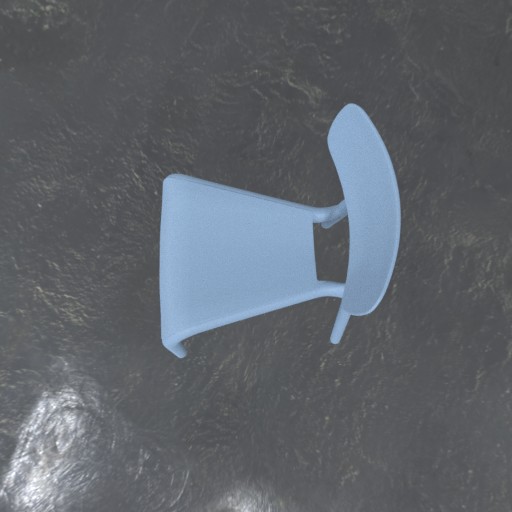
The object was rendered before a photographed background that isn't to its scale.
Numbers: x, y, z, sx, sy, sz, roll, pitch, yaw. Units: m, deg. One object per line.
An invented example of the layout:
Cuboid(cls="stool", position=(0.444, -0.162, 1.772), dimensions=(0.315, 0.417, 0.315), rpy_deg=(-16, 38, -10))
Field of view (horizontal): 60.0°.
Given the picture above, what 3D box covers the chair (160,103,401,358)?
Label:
Cuboid(cls="chair", position=(0.000, 0.000, 0.842), dimensions=(0.401, 0.580, 0.356), rpy_deg=(-2, 76, -1))
